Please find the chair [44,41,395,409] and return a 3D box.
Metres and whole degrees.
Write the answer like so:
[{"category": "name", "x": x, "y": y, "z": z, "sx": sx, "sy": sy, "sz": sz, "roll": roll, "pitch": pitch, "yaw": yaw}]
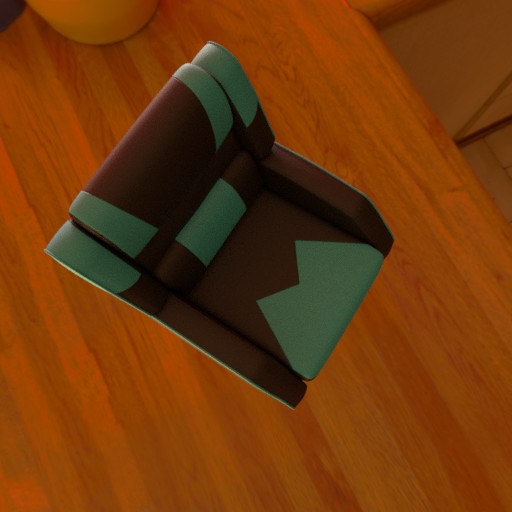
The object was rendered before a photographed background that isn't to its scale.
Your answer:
[{"category": "chair", "x": 0.000, "y": 0.000, "z": 1.280, "sx": 0.672, "sy": 0.805, "sz": 0.620, "roll": 32, "pitch": 78, "yaw": 7}]
